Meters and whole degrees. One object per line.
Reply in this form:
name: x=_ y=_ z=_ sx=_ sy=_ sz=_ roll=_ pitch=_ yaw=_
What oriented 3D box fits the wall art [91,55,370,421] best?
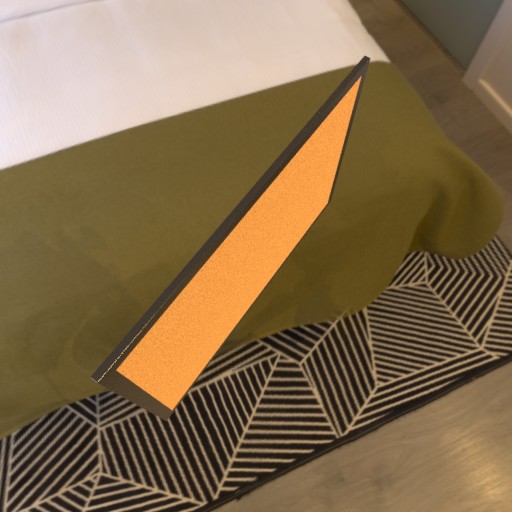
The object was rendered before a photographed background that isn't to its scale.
wall art: x=0.000 y=0.000 z=1.039 sx=0.015 sy=0.552 sz=0.819 roll=32 pitch=68 yaw=15
